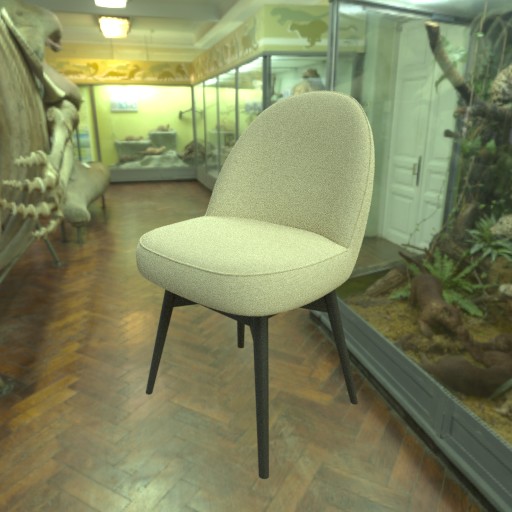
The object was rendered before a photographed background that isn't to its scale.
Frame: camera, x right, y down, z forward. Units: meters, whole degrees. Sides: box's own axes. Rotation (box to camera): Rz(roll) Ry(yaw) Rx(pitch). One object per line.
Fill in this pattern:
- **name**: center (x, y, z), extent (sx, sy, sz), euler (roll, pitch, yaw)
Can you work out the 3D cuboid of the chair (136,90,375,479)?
- **chair**: center (0.000, 0.000, 1.169), extent (0.532, 0.838, 0.540), euler (16, 23, 41)
